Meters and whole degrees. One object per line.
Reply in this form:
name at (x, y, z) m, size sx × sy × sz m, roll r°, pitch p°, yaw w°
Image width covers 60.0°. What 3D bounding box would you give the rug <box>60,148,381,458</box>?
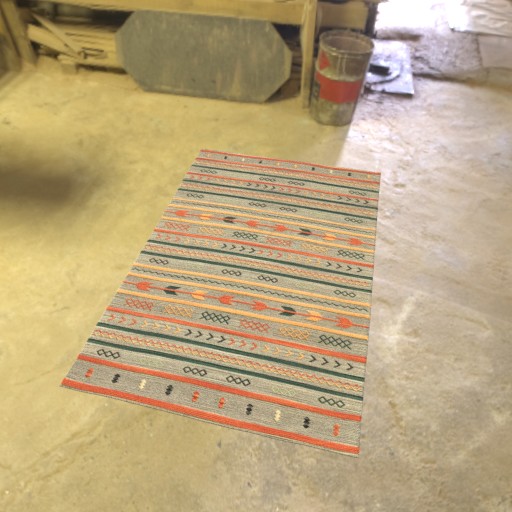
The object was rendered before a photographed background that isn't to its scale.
rug at (0.000, 0.000, 2.335) m, size 1.220 × 0.017 × 1.835 m, roll 10°, pitch 46°, yaw 9°
